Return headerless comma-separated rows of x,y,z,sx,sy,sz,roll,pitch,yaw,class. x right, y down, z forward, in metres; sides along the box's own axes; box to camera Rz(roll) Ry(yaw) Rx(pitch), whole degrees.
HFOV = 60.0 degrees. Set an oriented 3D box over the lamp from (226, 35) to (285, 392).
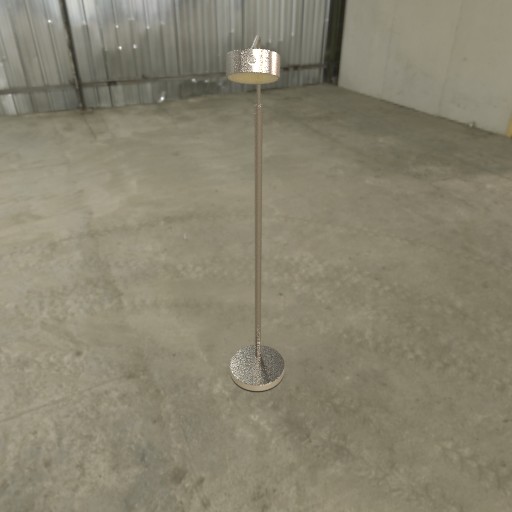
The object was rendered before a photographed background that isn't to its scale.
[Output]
0.000,0.000,1.404,0.222,1.250,0.421,1,33,2,lamp
